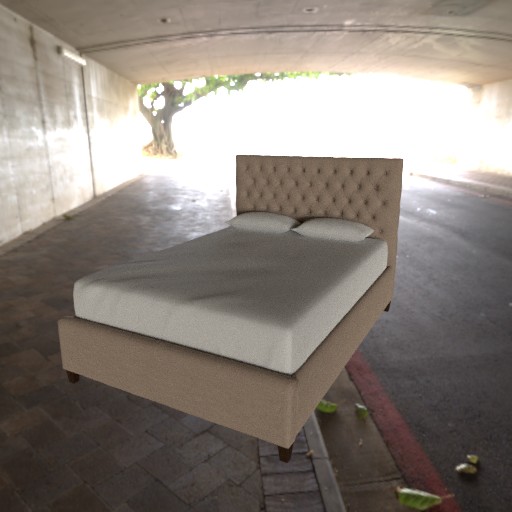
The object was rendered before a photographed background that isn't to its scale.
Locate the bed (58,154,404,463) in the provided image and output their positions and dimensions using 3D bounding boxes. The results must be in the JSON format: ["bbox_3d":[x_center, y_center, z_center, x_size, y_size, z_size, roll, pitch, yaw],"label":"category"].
[{"bbox_3d":[0.000,0.000,3.433,1.698,1.427,2.387,8,17,27],"label":"bed"}]
